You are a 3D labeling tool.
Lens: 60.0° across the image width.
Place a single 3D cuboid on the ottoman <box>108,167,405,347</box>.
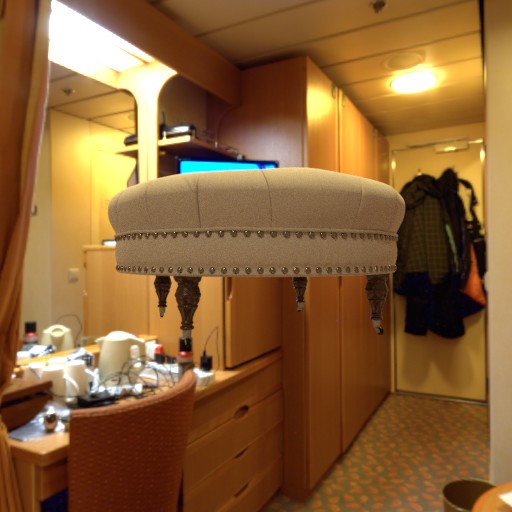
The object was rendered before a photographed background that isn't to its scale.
[{"bbox_3d":[0.000,0.000,1.404,0.901,0.439,0.901,0,0,0],"label":"ottoman"}]
